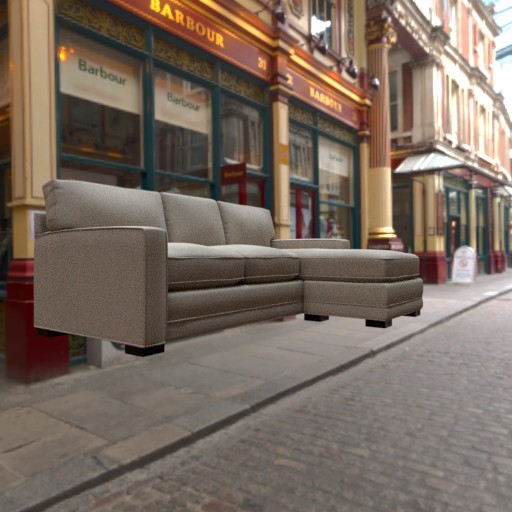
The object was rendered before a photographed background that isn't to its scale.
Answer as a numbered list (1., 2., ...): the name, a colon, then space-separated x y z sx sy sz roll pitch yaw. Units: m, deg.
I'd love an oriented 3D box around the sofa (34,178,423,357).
1. sofa: 0.000 0.000 2.814 1.496 0.861 2.087 0 0 36
